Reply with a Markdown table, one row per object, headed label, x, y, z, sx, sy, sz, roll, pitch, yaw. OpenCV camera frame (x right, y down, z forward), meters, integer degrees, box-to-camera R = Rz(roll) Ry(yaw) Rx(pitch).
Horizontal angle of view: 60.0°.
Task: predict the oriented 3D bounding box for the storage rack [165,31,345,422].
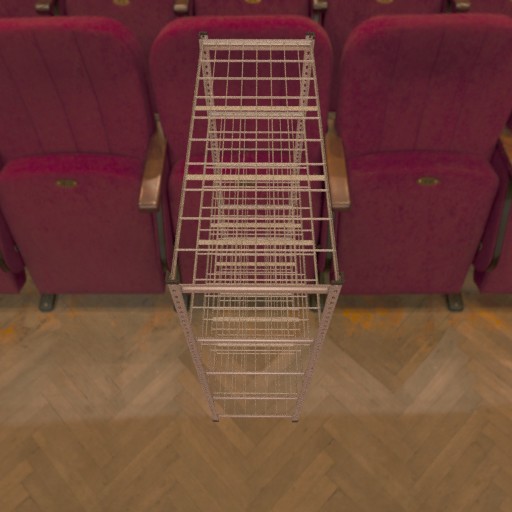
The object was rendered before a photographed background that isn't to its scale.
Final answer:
| label | x | y | z | sx | sy | sz | roll | pitch | yaw |
| --- | --- | --- | --- | --- | --- | --- | --- | --- | --- |
| storage rack | 0.000 | 0.000 | 2.741 | 0.610 | 1.981 | 1.524 | 0 | 57 | 0 |
